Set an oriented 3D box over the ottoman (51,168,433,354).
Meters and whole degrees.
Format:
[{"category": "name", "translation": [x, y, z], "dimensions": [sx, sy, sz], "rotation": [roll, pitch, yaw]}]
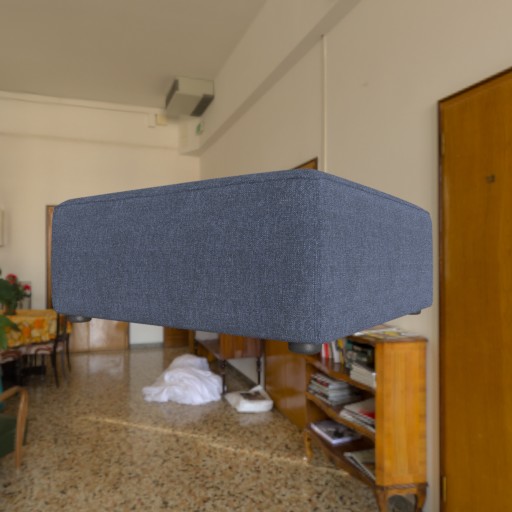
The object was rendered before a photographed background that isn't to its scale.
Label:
[{"category": "ottoman", "translation": [0.000, 0.000, 1.583], "dimensions": [1.000, 0.439, 1.000], "rotation": [0, -1, 35]}]
